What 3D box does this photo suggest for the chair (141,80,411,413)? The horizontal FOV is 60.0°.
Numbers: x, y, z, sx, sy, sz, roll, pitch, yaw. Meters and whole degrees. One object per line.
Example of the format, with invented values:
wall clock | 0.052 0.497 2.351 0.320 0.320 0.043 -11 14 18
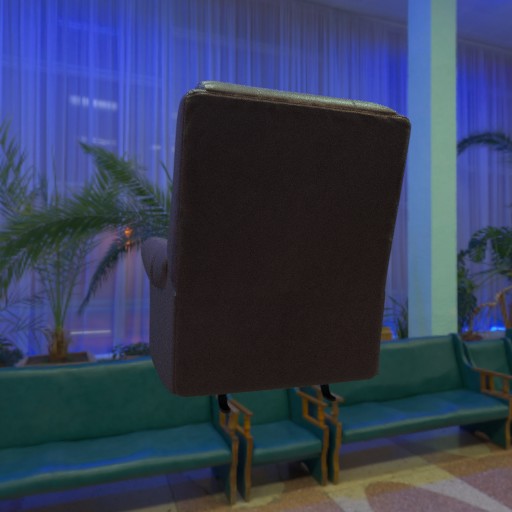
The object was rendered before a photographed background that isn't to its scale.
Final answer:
chair | 0.000 0.000 1.788 0.838 1.054 1.014 0 -1 -19
